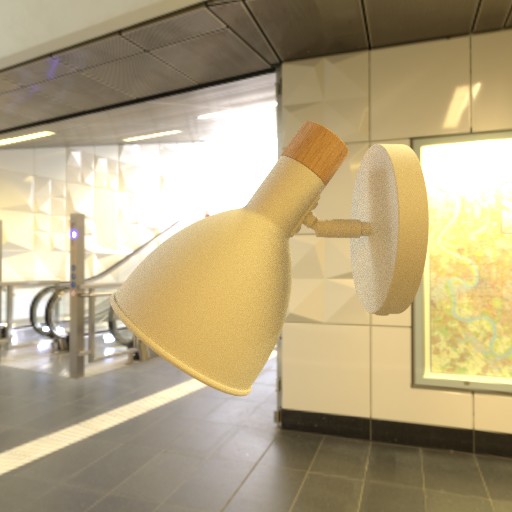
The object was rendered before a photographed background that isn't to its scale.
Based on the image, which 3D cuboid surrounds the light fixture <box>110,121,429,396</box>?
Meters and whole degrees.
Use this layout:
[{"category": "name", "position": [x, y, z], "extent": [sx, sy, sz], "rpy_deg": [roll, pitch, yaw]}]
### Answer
[{"category": "light fixture", "position": [0.000, 0.000, 0.330], "extent": [0.209, 0.199, 0.127], "rpy_deg": [0, -1, -1]}]
